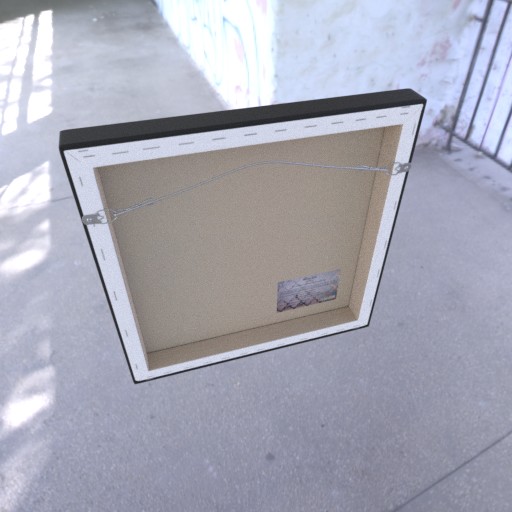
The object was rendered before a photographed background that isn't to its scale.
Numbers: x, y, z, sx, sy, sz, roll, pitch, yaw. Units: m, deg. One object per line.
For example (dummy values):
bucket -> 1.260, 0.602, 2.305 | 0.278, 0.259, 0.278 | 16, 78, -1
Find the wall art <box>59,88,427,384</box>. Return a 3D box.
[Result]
wall art -> 0.000, 0.000, 0.612 | 0.406, 0.407, 0.041 | -11, 42, -13
